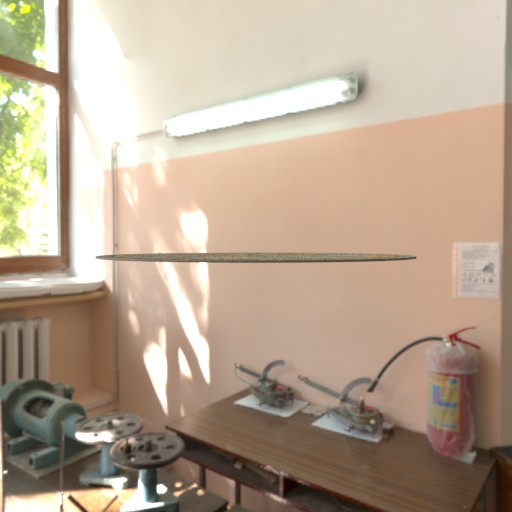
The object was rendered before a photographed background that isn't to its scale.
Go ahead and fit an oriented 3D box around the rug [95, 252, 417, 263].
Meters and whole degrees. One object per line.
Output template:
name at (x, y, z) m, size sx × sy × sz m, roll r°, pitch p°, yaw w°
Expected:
rug at (0.000, 0.000, 2.344) m, size 1.598 × 0.010 × 1.598 m, roll 0°, pitch 1°, yaw 0°
